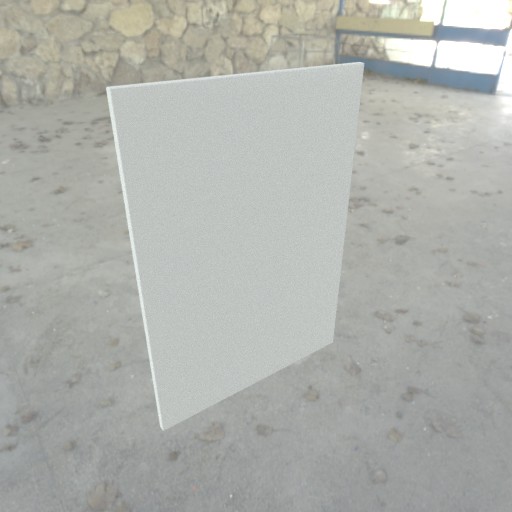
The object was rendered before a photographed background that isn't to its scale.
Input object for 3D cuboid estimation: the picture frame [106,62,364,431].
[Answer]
[{"bbox_3d":[0.000,0.000,0.693,0.381,0.534,0.012,-19,35,-30],"label":"picture frame"}]
